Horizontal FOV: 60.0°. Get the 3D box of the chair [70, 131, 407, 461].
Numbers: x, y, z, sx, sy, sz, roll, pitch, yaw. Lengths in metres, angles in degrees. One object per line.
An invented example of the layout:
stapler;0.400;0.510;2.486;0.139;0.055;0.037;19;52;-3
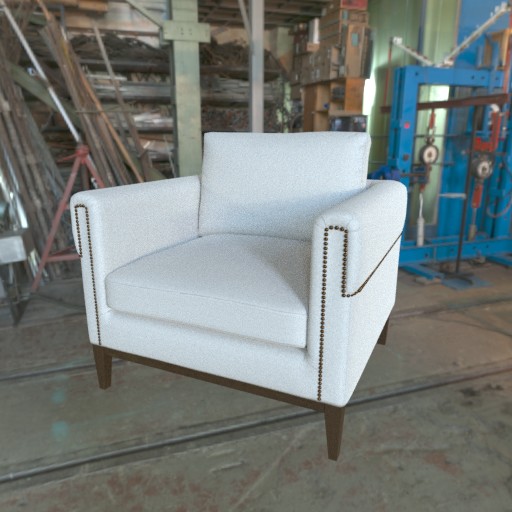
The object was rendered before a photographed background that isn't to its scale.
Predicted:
chair;0.000;0.000;1.689;0.982;0.915;0.896;7;17;24
